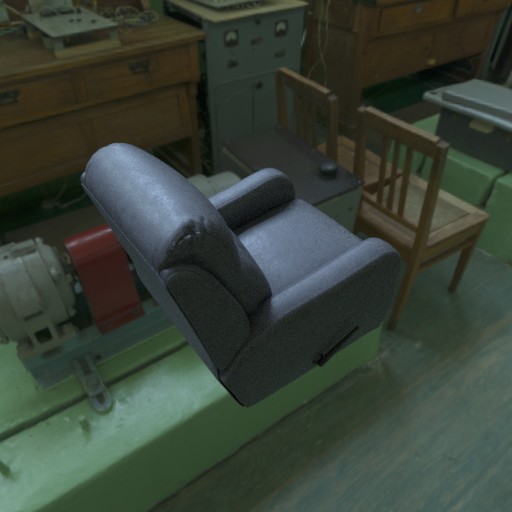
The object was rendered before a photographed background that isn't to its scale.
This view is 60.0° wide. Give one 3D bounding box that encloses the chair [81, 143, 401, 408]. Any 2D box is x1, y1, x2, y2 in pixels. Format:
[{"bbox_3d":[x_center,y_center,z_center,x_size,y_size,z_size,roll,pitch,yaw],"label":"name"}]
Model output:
[{"bbox_3d":[0.000,0.000,1.881,1.067,1.067,0.865,-26,48,-26],"label":"chair"}]
